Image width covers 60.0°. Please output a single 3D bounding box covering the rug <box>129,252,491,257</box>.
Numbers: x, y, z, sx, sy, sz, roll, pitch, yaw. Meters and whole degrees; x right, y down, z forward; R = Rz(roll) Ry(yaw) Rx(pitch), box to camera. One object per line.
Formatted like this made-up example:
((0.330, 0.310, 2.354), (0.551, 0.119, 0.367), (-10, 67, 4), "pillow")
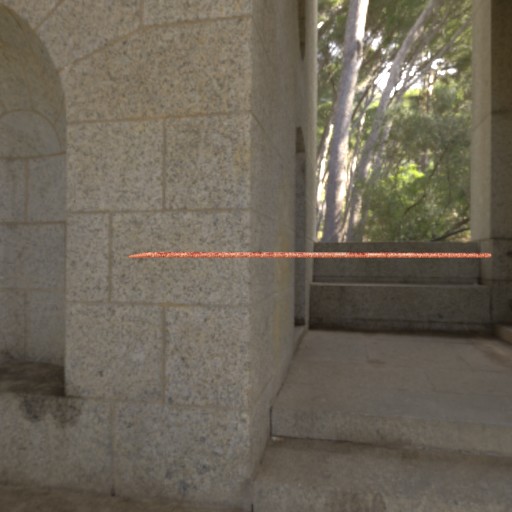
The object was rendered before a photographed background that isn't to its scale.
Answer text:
((0.000, 0.000, 2.295), (1.219, 0.016, 1.829), (0, 0, -17), "rug")
